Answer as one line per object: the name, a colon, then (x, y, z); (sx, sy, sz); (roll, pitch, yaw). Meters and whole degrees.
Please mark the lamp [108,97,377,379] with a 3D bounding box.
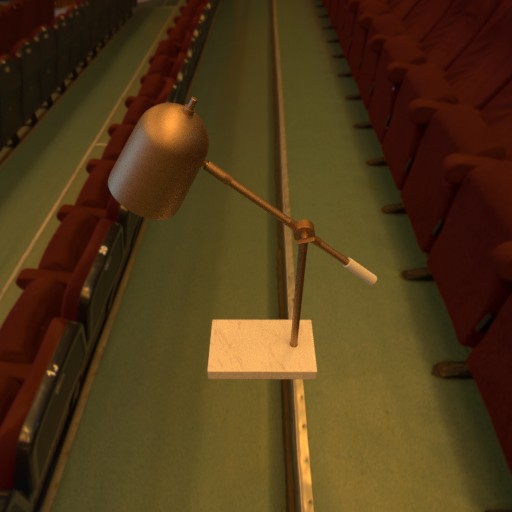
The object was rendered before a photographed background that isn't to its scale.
lamp: (0.000, 0.000, 0.827); (0.471, 0.603, 0.144); (0, 42, 0)
